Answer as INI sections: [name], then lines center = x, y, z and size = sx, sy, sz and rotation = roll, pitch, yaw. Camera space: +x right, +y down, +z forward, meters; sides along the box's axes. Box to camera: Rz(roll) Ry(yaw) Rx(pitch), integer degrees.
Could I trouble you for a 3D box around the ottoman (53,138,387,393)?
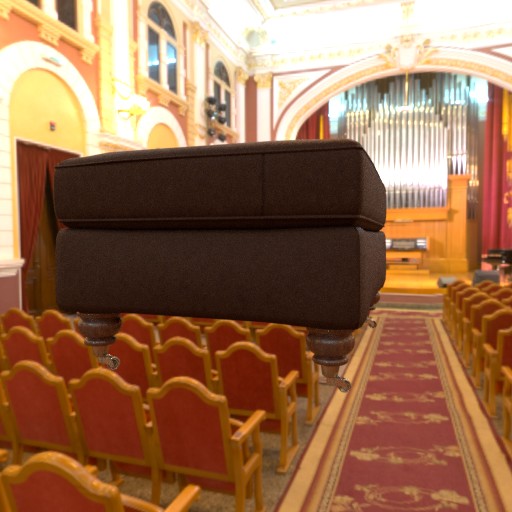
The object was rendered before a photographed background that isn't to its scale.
[ottoman]
center = 0.000, 0.000, 1.795
size = 0.967, 0.730, 1.187
rotation = 1, 3, 19
